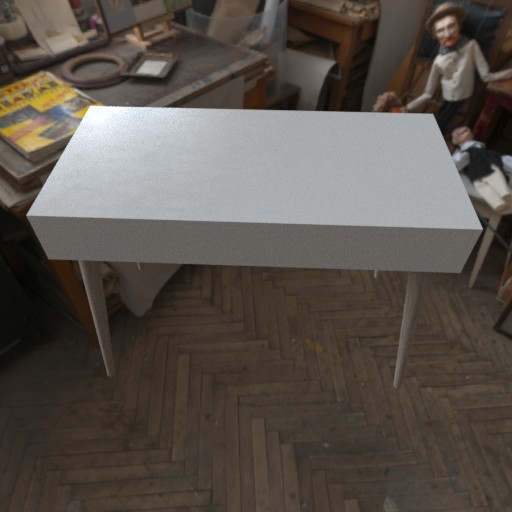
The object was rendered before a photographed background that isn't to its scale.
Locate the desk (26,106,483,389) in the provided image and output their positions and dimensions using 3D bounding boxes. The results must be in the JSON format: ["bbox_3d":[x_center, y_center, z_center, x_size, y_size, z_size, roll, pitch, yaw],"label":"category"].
[{"bbox_3d":[0.000,0.000,1.373,0.979,0.723,0.491,2,47,2],"label":"desk"}]
